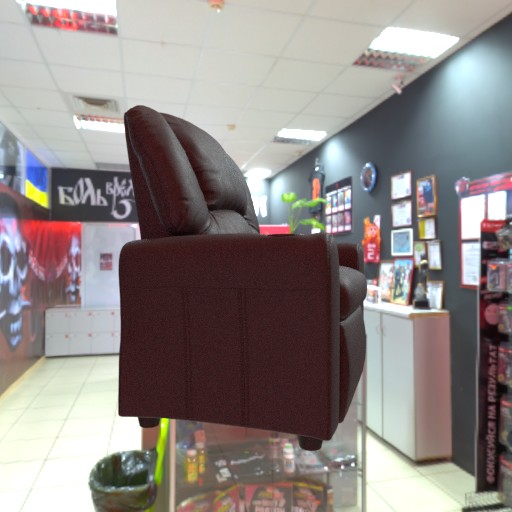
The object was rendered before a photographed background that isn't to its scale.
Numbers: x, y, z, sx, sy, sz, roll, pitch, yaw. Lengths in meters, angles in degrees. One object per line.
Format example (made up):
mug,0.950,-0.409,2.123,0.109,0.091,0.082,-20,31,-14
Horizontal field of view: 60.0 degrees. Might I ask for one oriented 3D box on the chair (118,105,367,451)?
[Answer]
chair,0.000,0.000,1.105,0.521,0.709,0.610,0,-1,19
